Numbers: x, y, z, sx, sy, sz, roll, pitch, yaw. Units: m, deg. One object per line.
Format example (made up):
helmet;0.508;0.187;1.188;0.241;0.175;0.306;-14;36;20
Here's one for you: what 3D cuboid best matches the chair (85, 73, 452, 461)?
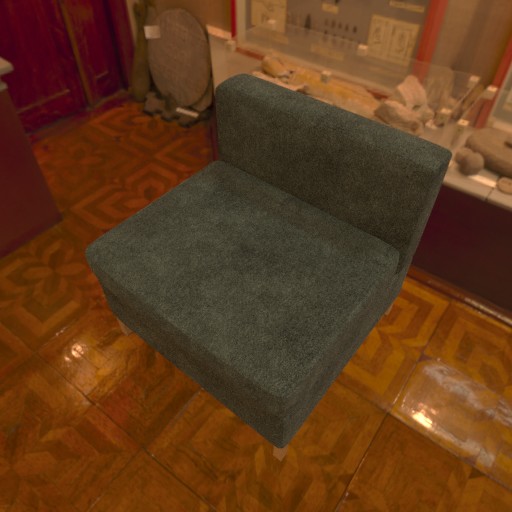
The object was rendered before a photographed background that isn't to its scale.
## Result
chair;0.000;0.000;1.240;0.680;0.660;0.680;31;54;25
